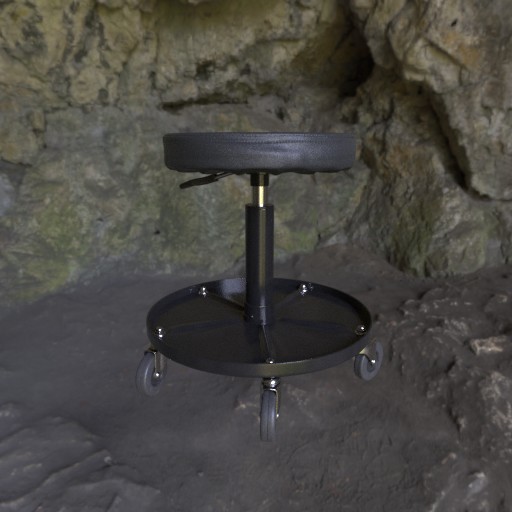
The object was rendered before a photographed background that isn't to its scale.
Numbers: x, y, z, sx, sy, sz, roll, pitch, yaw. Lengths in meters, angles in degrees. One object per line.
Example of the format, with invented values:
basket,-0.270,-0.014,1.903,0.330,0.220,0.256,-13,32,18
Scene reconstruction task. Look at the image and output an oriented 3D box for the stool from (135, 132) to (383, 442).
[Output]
stool,0.000,0.000,0.684,0.382,0.365,0.381,7,16,26
